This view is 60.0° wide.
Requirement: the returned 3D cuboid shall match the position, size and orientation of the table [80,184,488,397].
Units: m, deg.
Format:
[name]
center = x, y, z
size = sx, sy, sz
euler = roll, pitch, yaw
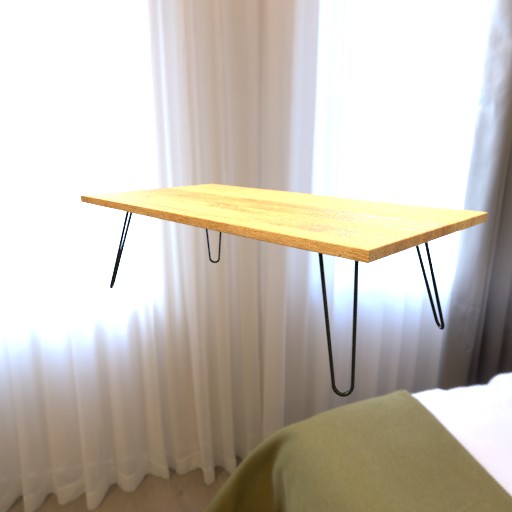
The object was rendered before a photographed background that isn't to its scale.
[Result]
[table]
center = 0.000, 0.000, 1.654
size = 1.348, 0.400, 0.699
euler = 14, 20, 43
